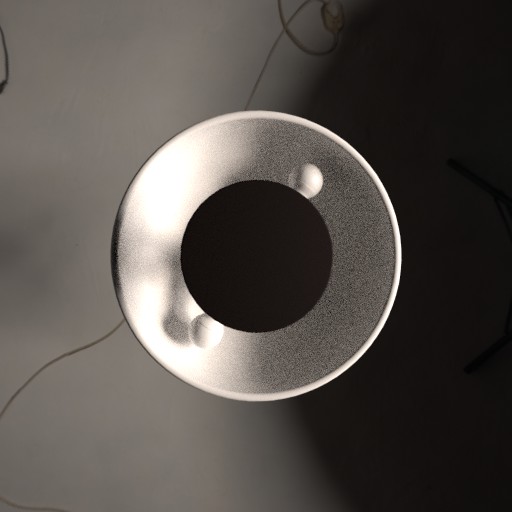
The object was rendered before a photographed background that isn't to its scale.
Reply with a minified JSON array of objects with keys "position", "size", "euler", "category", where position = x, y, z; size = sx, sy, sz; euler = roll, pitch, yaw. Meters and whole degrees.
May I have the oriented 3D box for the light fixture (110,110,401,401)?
[{"position":[0.000,0.000,0.525],"size":[0.331,0.212,0.331],"euler":[0,90,-1],"category":"light fixture"}]
